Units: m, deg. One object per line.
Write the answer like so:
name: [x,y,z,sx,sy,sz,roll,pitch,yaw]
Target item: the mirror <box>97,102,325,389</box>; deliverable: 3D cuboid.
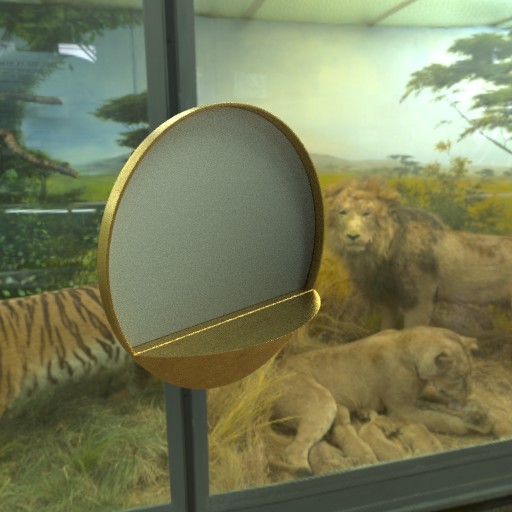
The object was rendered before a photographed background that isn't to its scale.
mirror: [0.000,0.000,0.690,0.457,0.457,0.133,-14,20,-43]
